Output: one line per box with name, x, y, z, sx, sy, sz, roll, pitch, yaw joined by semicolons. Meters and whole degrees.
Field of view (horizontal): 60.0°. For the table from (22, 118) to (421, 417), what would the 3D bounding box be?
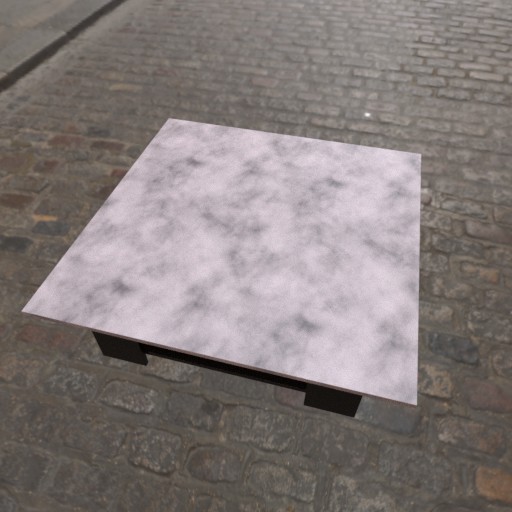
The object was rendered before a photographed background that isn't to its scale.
table;0.000;0.000;1.353;0.890;0.305;0.890;11;48;10
